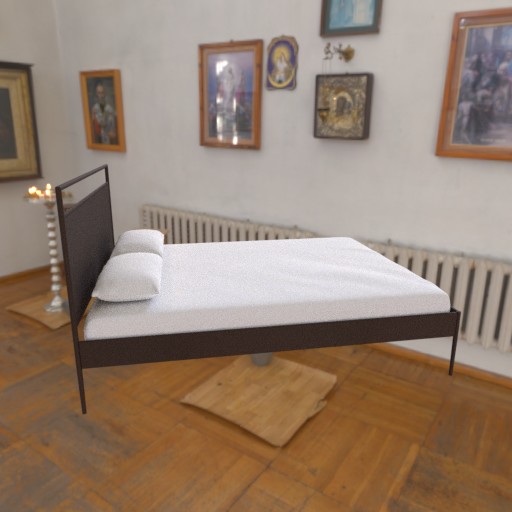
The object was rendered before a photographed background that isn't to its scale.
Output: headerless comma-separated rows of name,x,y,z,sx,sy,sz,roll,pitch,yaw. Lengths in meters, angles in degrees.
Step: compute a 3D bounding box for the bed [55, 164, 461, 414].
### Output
bed,0.000,0.000,3.064,2.122,1.173,1.572,-3,16,-10
